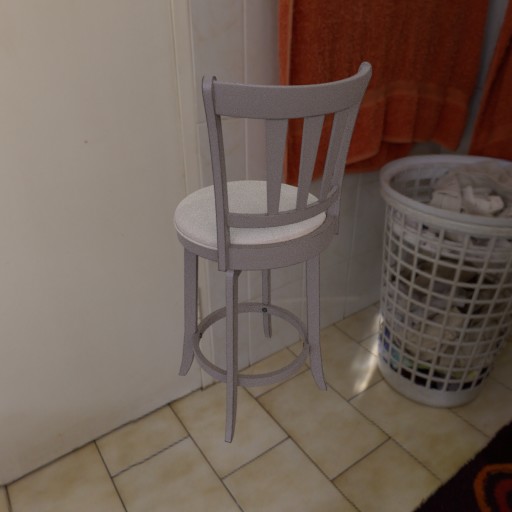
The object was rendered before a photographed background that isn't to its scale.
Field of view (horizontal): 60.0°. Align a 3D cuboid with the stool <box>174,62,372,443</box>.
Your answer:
[{"bbox_3d":[0.000,0.000,1.268,0.436,1.023,0.475,-18,34,-29],"label":"stool"}]
